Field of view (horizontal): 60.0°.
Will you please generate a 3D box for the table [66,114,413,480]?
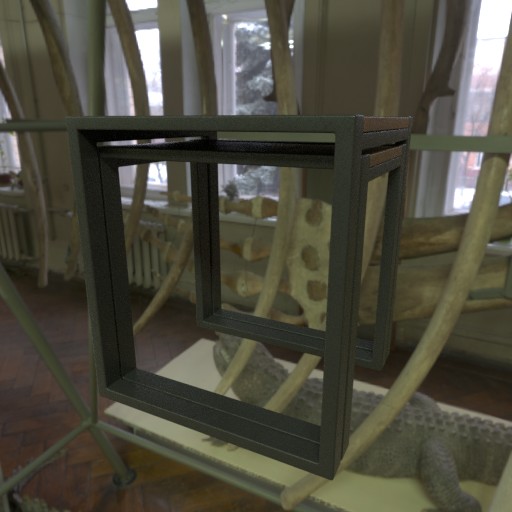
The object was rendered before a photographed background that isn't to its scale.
[{"bbox_3d":[0.000,0.000,0.915,0.500,0.550,0.449,9,19,26],"label":"table"}]
